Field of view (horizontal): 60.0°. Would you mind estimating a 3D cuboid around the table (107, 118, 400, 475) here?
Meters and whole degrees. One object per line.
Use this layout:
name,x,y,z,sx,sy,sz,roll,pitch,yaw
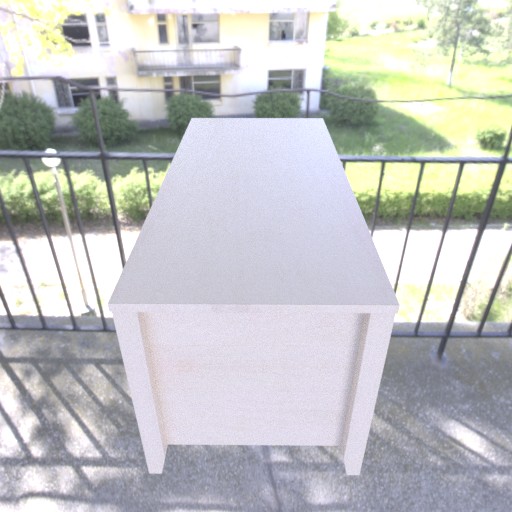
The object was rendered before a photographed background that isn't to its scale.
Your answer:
table,0.000,0.000,1.248,0.457,0.483,1.016,0,33,0
